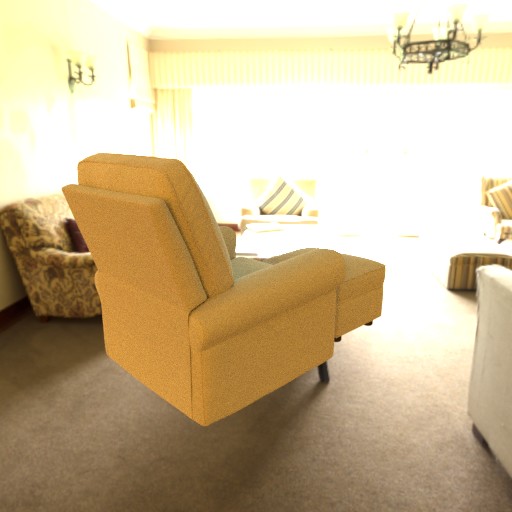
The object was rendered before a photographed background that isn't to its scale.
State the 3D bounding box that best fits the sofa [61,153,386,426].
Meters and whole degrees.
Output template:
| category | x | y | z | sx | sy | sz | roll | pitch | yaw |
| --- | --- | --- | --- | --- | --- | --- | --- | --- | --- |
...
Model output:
| category | x | y | z | sx | sy | sz | roll | pitch | yaw |
| --- | --- | --- | --- | --- | --- | --- | --- | --- | --- |
| sofa | 0.000 | 0.000 | 2.083 | 1.478 | 0.959 | 0.880 | -14 | 20 | -42 |
